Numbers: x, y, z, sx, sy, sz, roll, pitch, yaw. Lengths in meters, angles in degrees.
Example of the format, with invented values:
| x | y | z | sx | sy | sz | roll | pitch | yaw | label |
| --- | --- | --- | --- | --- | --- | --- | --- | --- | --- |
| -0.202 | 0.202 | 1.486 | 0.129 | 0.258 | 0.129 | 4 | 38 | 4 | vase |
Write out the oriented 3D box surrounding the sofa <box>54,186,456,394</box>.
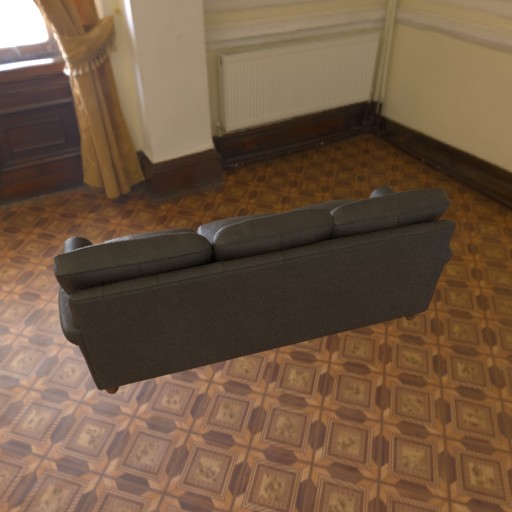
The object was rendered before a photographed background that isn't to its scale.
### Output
| x | y | z | sx | sy | sz | roll | pitch | yaw | label |
| --- | --- | --- | --- | --- | --- | --- | --- | --- | --- |
| 0.000 | 0.000 | 2.900 | 2.387 | 0.977 | 0.974 | -11 | 40 | -13 | sofa |
